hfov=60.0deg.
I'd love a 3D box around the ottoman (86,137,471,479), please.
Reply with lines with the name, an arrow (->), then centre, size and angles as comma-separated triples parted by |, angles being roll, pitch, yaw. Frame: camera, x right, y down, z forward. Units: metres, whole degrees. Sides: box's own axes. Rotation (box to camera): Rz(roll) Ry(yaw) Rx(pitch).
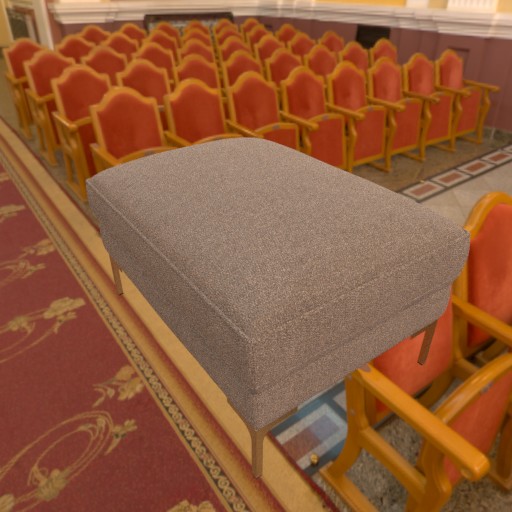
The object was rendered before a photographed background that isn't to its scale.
ottoman -> 0.000, 0.000, 1.141 | 0.583, 0.464, 0.785 | -21, 38, -30
